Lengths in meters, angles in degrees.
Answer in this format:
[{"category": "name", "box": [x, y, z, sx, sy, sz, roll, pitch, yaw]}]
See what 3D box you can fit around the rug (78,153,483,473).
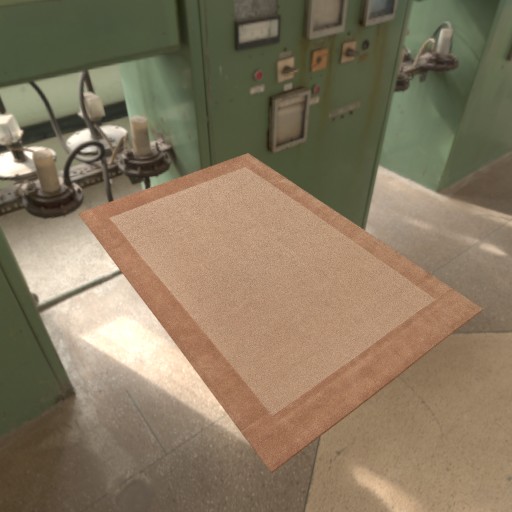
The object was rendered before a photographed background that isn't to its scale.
[{"category": "rug", "box": [0.000, 0.000, 2.294, 1.219, 0.014, 1.829, -26, 47, -27]}]
